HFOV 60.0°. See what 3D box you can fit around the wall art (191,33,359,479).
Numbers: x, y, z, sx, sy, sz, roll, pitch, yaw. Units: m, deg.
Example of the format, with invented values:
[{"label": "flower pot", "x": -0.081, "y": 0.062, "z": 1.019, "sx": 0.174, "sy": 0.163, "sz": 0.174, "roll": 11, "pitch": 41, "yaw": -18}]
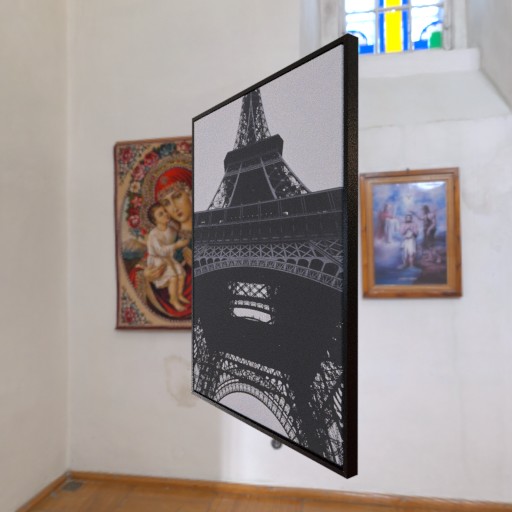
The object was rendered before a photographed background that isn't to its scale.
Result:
[{"label": "wall art", "x": 0.000, "y": 0.000, "z": 1.393, "sx": 0.040, "sy": 1.062, "sz": 0.805, "roll": 0, "pitch": 0, "yaw": -35}]
